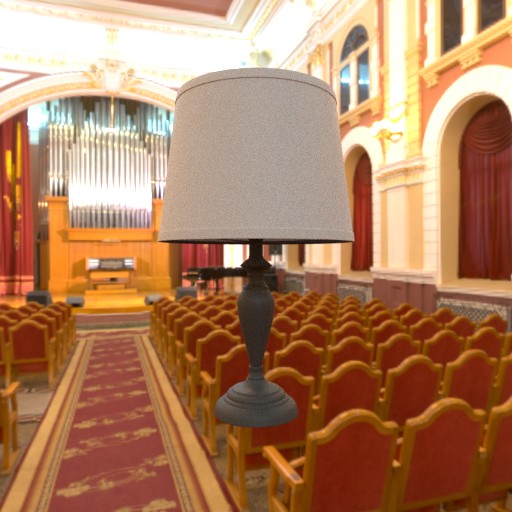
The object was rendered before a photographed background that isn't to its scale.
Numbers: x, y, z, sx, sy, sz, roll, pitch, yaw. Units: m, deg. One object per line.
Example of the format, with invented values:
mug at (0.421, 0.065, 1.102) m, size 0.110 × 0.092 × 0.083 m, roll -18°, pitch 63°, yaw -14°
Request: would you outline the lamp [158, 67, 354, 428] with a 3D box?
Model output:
lamp at (0.000, 0.000, 0.714) m, size 0.310 × 0.501 × 0.310 m, roll 0°, pitch 0°, yaw 0°
